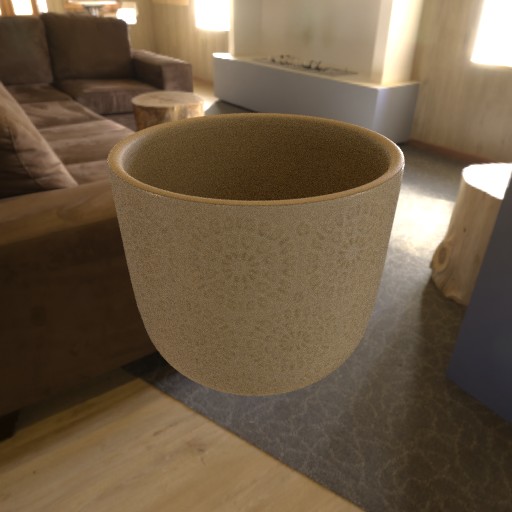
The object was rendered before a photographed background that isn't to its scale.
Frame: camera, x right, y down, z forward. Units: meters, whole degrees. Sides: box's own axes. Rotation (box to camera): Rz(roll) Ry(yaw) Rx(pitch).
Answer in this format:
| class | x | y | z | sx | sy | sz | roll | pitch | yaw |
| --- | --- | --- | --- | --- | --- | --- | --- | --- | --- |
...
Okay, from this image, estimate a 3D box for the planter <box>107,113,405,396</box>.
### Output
| class | x | y | z | sx | sy | sz | roll | pitch | yaw |
| --- | --- | --- | --- | --- | --- | --- | --- | --- | --- |
| planter | 0.000 | 0.000 | 0.301 | 0.170 | 0.152 | 0.170 | 0 | 31 | 0 |
